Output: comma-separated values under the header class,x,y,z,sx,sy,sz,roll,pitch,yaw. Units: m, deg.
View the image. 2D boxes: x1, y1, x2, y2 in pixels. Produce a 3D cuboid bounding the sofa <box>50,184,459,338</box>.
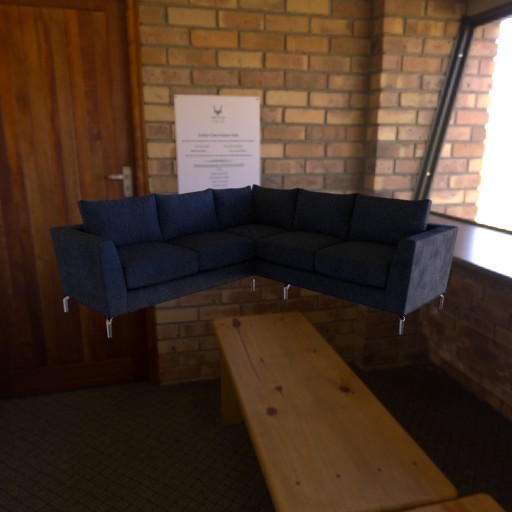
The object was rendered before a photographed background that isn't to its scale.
class,x,y,z,sx,sy,sz,roll,pitch,yaw
sofa,0.000,0.000,3.826,2.463,0.988,2.472,13,19,42
